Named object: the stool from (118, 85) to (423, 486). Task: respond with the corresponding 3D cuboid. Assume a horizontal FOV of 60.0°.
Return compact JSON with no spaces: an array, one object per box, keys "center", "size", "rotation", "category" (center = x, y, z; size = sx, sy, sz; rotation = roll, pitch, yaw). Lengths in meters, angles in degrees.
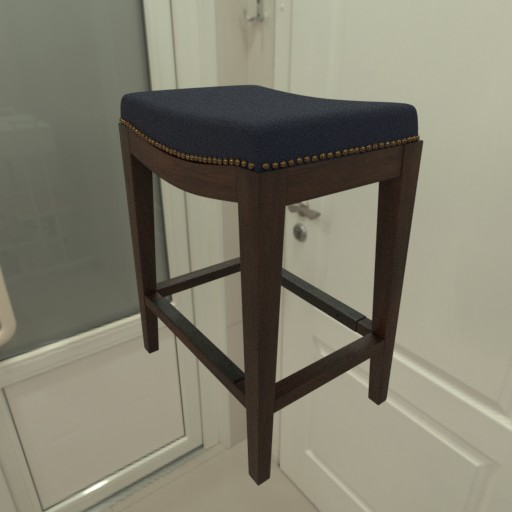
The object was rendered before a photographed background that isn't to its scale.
[{"center":[0.000,0.000,0.943],"size":[0.361,0.642,0.500],"rotation":[-18,31,-32],"category":"stool"}]
